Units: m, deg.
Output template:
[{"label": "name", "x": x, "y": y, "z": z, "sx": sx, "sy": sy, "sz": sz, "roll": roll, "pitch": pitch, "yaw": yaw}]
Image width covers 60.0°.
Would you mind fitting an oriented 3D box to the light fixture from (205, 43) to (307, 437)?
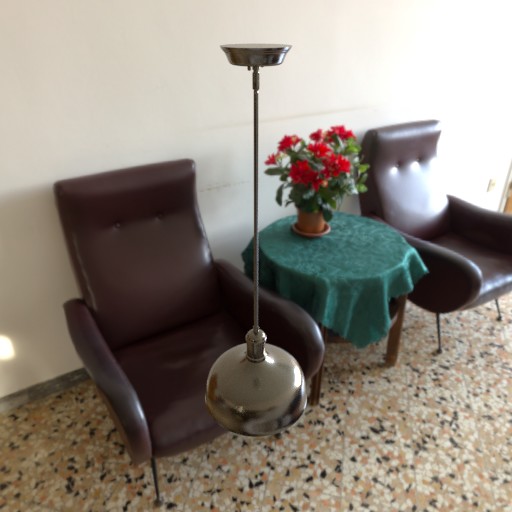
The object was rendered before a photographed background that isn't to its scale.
[{"label": "light fixture", "x": 0.000, "y": 0.000, "z": 1.089, "sx": 0.299, "sy": 0.935, "sz": 0.299, "roll": 11, "pitch": 30, "yaw": 19}]
